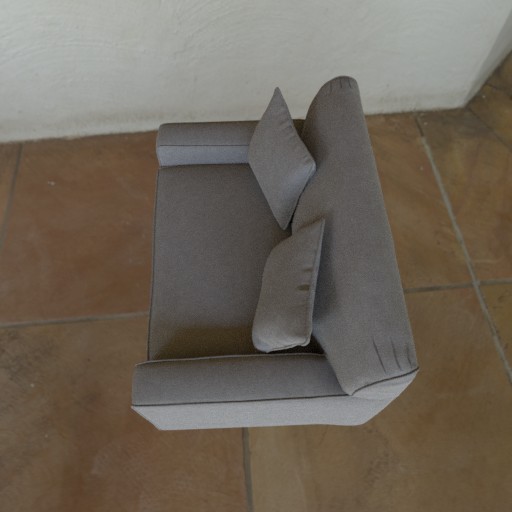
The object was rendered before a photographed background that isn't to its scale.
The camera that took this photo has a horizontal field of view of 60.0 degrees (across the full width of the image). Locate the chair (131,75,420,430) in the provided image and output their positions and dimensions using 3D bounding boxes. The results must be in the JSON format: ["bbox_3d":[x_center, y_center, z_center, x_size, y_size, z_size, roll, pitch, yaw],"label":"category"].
[{"bbox_3d":[0.000,0.000,2.026,0.992,0.953,1.395,-2,60,-1],"label":"chair"}]
